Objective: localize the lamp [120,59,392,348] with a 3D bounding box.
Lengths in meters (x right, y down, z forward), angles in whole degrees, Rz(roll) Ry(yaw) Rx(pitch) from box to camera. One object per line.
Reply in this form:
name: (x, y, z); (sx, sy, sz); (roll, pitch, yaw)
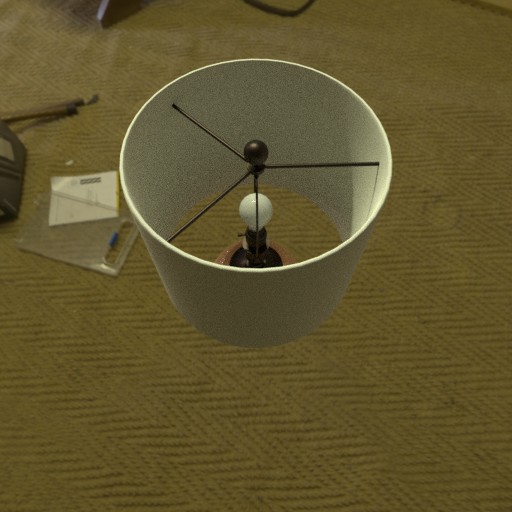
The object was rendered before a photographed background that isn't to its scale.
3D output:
lamp: (0.000, 0.000, 0.776); (0.329, 0.570, 0.329); (0, 62, 0)
